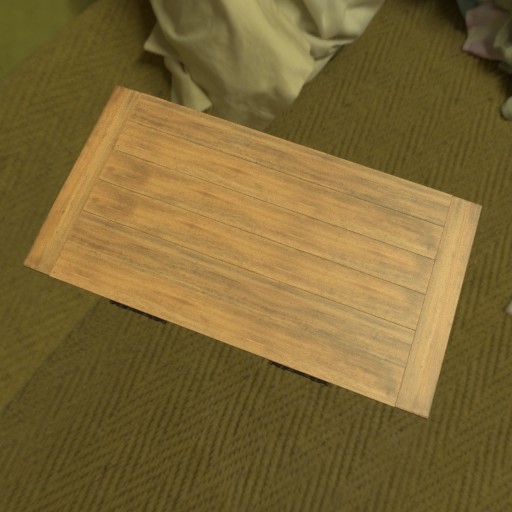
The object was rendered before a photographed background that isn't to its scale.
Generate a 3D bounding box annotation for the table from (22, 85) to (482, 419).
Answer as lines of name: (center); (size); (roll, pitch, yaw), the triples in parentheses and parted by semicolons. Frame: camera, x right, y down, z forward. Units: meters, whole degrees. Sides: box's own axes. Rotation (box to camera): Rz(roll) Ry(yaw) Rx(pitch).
table: (0.000, 0.000, 1.607); (1.270, 0.494, 0.693); (20, 76, 5)
